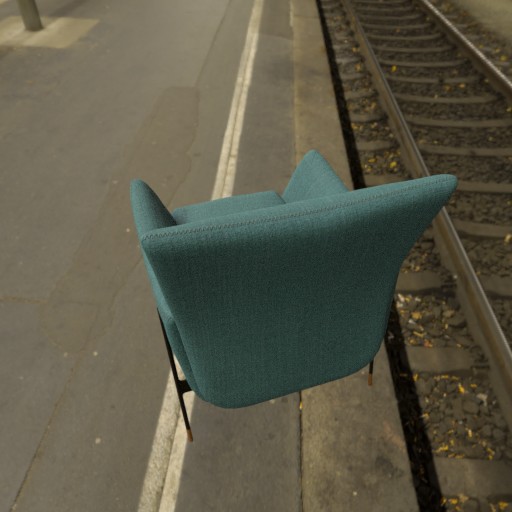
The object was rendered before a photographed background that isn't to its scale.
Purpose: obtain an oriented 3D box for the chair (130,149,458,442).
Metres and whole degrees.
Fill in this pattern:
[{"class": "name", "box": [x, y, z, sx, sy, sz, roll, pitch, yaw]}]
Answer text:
[{"class": "chair", "box": [0.000, 0.000, 1.392, 0.678, 0.859, 0.769, -12, 43, -14]}]
